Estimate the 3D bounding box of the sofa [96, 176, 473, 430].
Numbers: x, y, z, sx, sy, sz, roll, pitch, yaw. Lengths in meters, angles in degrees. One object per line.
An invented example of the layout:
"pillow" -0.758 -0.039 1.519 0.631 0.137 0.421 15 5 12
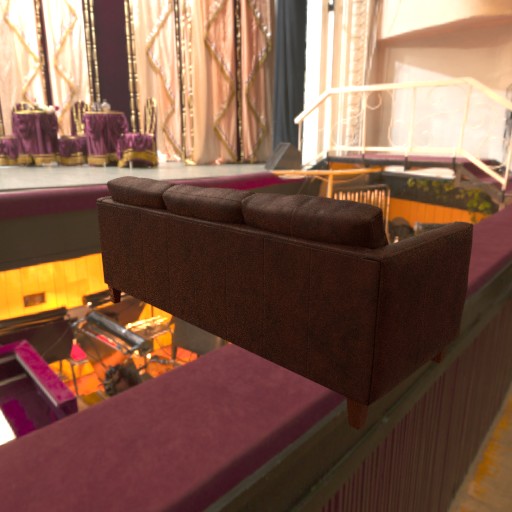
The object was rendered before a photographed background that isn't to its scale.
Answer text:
"sofa" 0.000 0.000 2.989 2.464 1.006 1.045 14 21 43
